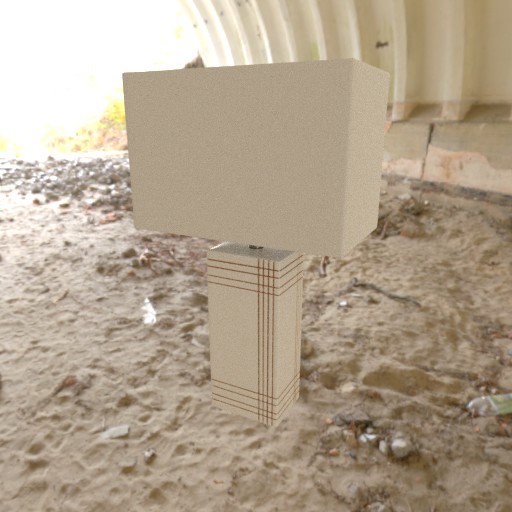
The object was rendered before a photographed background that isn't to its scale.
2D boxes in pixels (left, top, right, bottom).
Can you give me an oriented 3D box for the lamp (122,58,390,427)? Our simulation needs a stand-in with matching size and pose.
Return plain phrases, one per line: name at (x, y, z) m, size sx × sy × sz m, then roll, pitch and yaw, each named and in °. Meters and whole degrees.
lamp at (0.000, 0.000, 0.705) m, size 0.334 × 0.543 × 0.182 m, roll 9°, pitch 19°, yaw 27°
